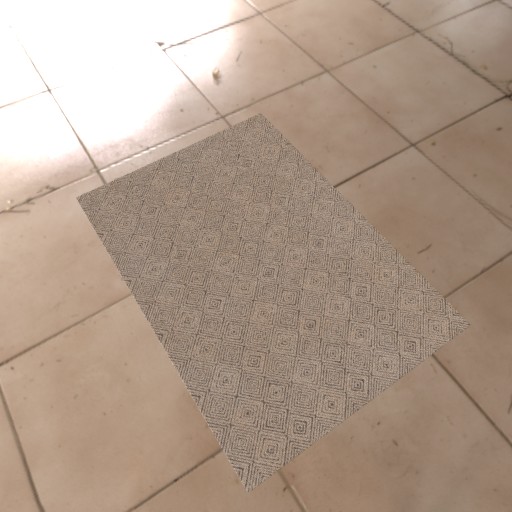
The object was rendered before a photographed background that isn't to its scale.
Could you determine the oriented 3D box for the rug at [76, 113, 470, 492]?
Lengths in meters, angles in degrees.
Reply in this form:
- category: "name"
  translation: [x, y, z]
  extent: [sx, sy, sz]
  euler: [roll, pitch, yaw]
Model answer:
- category: "rug"
  translation: [0.000, 0.000, 2.907]
  extent: [1.593, 0.008, 2.238]
  euler: [-30, 63, -17]
